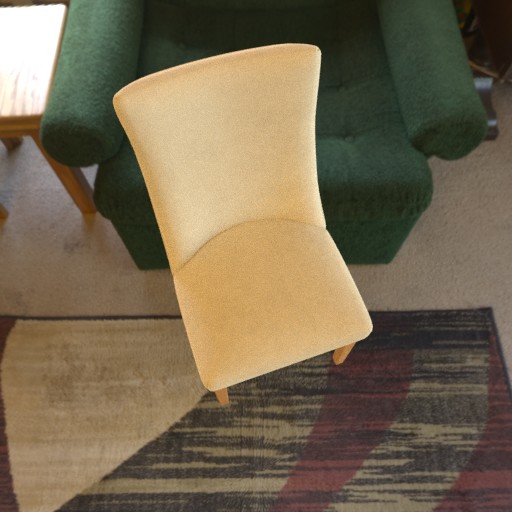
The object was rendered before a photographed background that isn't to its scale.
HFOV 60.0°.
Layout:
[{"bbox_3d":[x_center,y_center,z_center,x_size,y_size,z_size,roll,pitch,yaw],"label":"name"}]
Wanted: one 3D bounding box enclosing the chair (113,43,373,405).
[{"bbox_3d":[0.000,0.000,1.260,0.495,0.902,0.610,-17,65,-8],"label":"chair"}]
